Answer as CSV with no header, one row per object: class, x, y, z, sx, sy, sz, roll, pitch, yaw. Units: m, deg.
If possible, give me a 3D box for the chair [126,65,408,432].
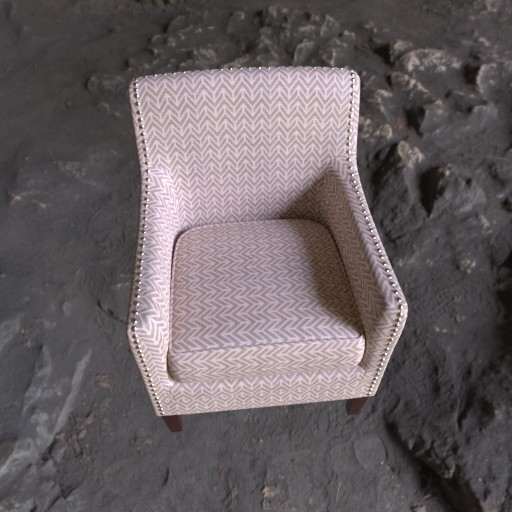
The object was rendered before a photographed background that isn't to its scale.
chair,0.000,0.000,1.254,0.623,0.816,0.651,-4,46,-4
